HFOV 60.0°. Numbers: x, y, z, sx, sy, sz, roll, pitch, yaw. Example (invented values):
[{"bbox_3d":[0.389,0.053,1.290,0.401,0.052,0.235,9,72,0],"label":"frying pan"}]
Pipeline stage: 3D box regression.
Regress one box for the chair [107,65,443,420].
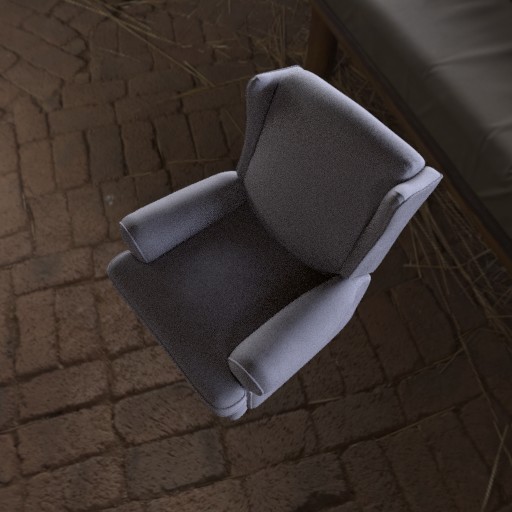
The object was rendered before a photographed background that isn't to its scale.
[{"bbox_3d":[0.000,0.000,1.710,0.969,1.011,0.847,-37,69,-18],"label":"chair"}]
